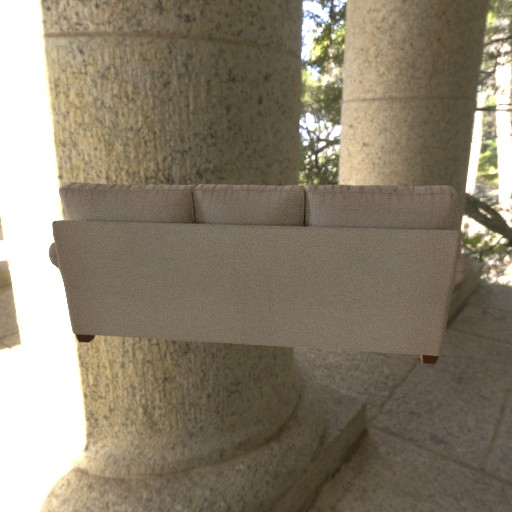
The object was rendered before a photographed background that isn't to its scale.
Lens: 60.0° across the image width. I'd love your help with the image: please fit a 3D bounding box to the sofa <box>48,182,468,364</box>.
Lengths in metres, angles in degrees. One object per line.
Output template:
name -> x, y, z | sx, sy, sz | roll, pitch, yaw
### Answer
sofa -> 0.000, 0.000, 2.812 | 2.312, 0.975, 0.965 | 2, 16, 7
